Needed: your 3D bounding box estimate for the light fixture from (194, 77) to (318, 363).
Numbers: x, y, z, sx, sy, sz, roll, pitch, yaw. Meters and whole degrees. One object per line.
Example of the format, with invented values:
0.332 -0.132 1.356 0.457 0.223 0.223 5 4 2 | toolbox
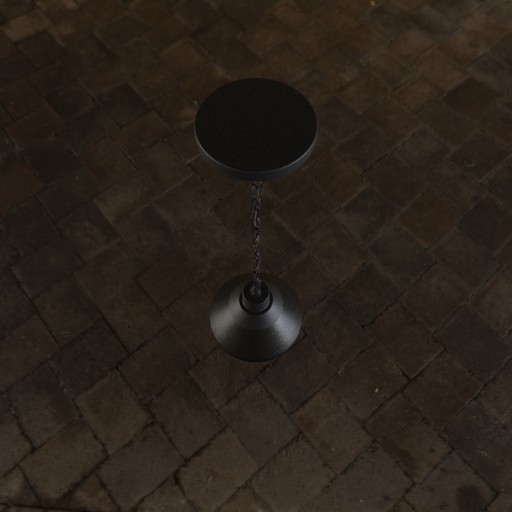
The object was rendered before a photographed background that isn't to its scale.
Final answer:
0.000 0.000 0.692 0.201 0.588 0.201 34 69 15 | light fixture
